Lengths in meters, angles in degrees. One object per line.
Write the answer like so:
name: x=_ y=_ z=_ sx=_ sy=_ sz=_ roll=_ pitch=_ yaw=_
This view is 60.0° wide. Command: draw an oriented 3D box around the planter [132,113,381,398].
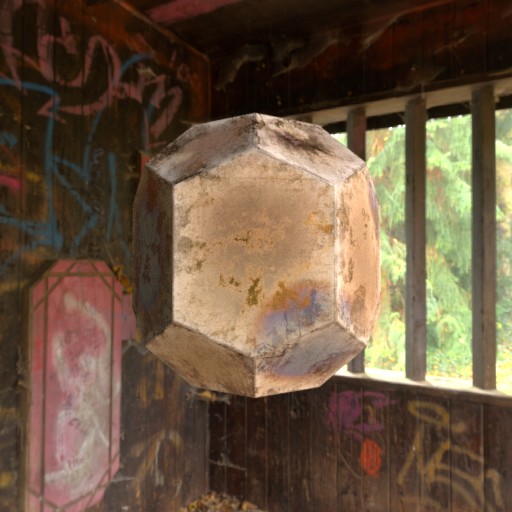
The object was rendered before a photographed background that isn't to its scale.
planter: x=0.000 y=0.000 z=0.435 sx=0.243 sy=0.238 sz=0.221 roll=0 pitch=-1 yaw=1
